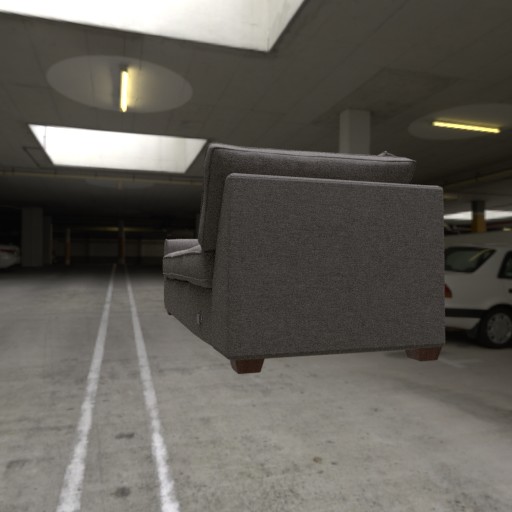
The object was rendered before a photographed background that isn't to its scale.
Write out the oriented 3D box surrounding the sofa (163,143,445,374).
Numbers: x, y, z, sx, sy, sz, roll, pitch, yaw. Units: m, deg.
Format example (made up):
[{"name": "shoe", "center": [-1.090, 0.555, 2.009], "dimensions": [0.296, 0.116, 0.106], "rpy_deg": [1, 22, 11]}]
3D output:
[{"name": "sofa", "center": [0.000, 0.000, 2.894], "dimensions": [1.061, 0.962, 2.317], "rpy_deg": [0, -1, -17]}]
